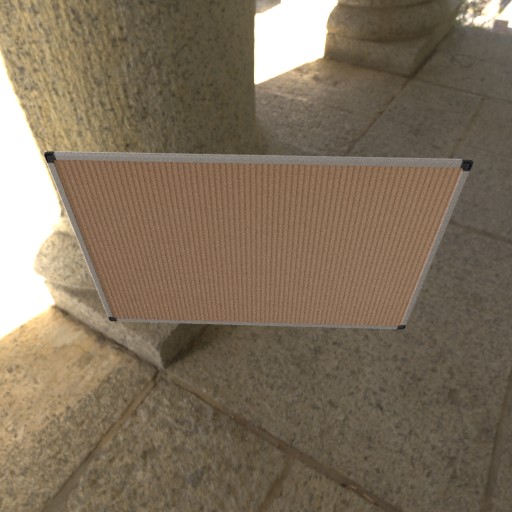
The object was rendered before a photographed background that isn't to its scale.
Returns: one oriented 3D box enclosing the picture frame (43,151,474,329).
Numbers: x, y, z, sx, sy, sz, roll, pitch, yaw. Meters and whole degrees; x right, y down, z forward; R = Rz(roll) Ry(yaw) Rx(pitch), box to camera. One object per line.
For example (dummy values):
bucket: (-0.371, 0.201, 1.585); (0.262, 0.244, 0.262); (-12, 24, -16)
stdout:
picture frame: (0.000, 0.000, 1.137); (0.900, 0.600, 0.010); (1, 46, 1)
